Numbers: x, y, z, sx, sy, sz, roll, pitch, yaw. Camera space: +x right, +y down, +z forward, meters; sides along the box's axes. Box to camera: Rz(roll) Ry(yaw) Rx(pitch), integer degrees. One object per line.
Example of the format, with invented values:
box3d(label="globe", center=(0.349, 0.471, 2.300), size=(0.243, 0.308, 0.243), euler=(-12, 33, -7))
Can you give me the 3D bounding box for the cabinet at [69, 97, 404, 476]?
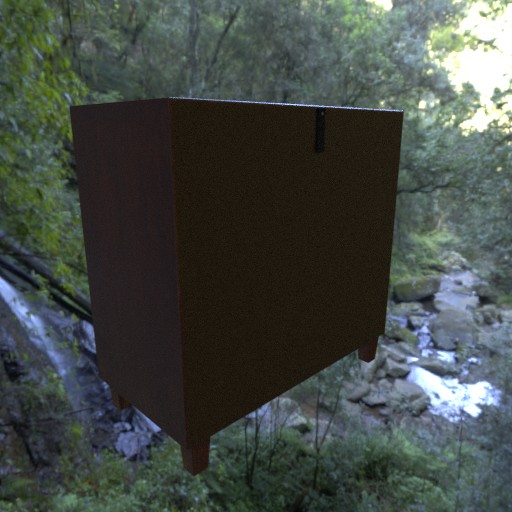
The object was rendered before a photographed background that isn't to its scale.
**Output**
box3d(label="cabinet", center=(0.000, 0.000, 1.245), size=(0.796, 0.785, 0.412), euler=(-15, 22, -42))
